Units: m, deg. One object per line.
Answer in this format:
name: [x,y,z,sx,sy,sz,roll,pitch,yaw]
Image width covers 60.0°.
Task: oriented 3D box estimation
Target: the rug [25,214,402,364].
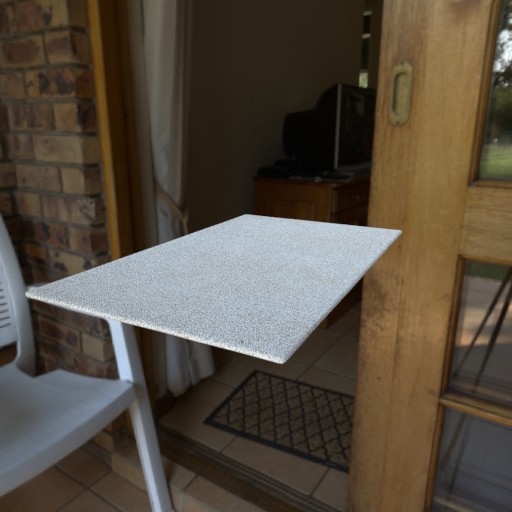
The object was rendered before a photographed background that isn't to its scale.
rug: [0.000,0.000,3.065,1.524,0.030,2.438,8,18,27]
